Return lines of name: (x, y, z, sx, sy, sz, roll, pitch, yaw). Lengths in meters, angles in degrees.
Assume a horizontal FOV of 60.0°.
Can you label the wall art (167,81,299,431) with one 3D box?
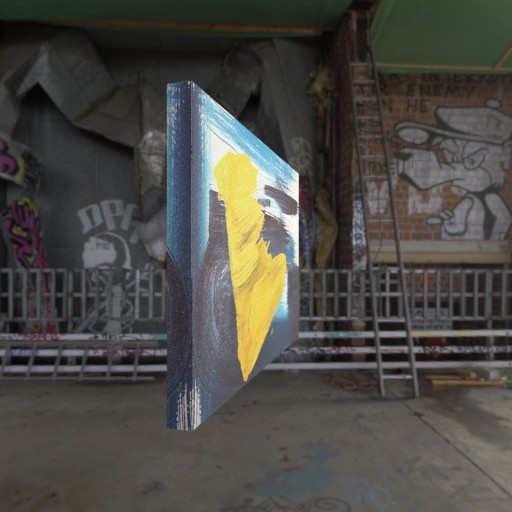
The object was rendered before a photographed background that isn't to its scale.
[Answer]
wall art: (0.000, 0.000, 0.808, 0.033, 0.406, 0.609, 0, 0, 17)
